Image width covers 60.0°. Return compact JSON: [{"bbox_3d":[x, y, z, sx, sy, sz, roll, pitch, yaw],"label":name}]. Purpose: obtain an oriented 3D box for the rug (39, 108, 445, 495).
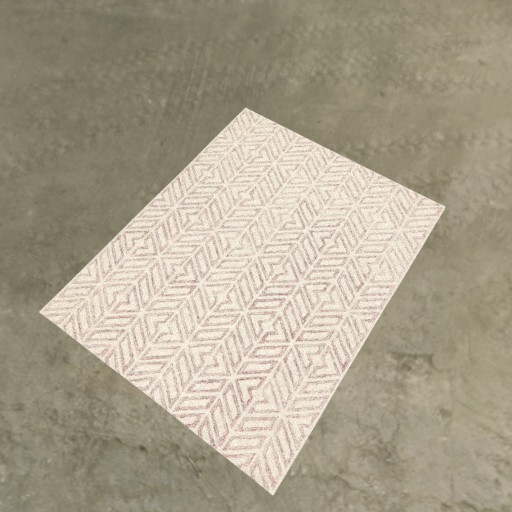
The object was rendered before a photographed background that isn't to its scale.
[{"bbox_3d":[0.000,0.000,4.080,2.421,0.008,3.045,31,65,16],"label":"rug"}]
